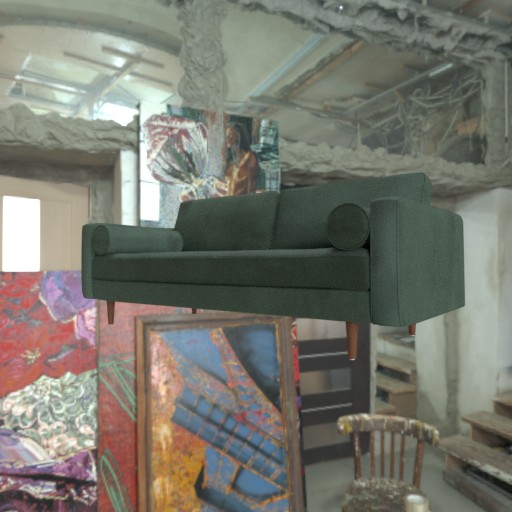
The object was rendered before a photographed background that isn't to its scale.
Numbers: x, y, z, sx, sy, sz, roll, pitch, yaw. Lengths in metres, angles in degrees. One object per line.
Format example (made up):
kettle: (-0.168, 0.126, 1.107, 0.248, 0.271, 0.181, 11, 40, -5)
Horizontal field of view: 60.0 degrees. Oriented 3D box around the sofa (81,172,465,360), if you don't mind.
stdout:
sofa: (0.000, 0.000, 2.348, 1.880, 0.772, 0.916, -1, -1, 37)
